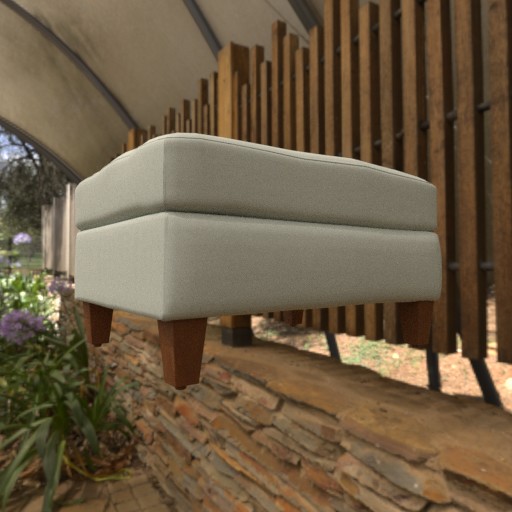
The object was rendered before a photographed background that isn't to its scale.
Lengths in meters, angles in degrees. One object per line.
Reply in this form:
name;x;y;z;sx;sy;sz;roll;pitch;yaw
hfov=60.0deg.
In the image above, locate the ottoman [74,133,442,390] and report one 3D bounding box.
ottoman;0.000;0.000;1.208;0.818;0.496;0.634;1;-2;-36
